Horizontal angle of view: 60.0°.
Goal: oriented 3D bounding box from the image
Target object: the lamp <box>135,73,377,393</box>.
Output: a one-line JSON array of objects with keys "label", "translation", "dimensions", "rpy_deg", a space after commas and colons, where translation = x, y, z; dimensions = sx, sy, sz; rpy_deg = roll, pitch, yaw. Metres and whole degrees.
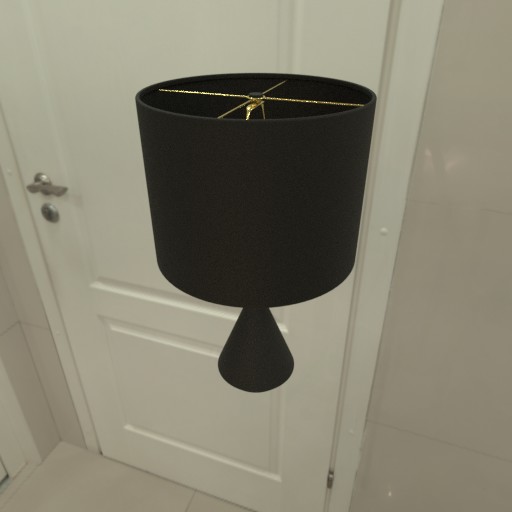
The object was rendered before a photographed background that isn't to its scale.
[{"label": "lamp", "translation": [0.000, 0.000, 0.824], "dimensions": [0.359, 0.584, 0.359], "rpy_deg": [11, 32, 17]}]
